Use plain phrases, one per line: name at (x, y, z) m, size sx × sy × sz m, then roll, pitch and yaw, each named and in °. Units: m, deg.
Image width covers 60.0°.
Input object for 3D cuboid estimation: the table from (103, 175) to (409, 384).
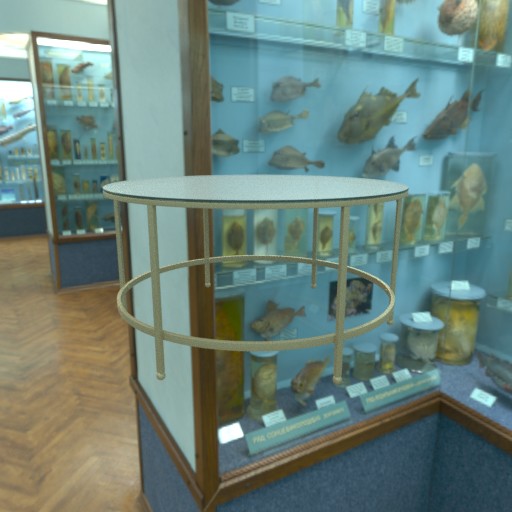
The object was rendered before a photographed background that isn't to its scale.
table at (0.000, 0.000, 1.449) m, size 0.914 × 0.470 × 0.914 m, roll 0°, pitch 14°, yaw 0°
